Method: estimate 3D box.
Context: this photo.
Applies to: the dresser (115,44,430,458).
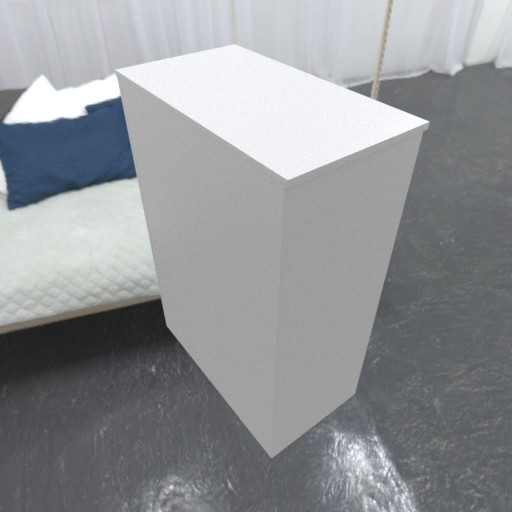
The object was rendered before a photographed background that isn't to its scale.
[{"bbox_3d":[0.000,0.000,1.379,0.401,1.021,0.704,-26,47,-27],"label":"dresser"}]
